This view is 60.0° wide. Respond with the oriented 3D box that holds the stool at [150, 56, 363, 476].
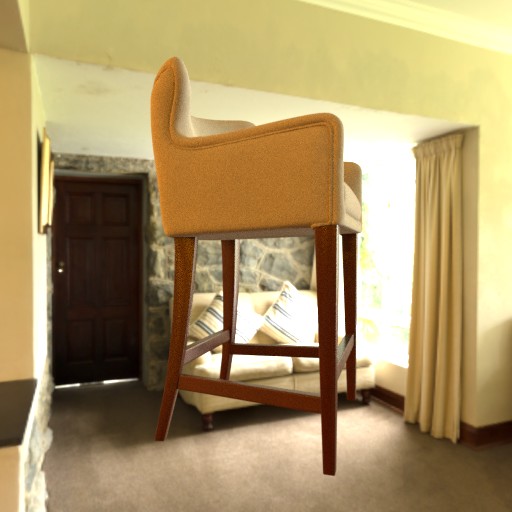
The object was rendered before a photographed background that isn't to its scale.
[{"bbox_3d":[0.000,0.000,1.292,0.570,0.951,0.601,0,1,18],"label":"stool"}]
